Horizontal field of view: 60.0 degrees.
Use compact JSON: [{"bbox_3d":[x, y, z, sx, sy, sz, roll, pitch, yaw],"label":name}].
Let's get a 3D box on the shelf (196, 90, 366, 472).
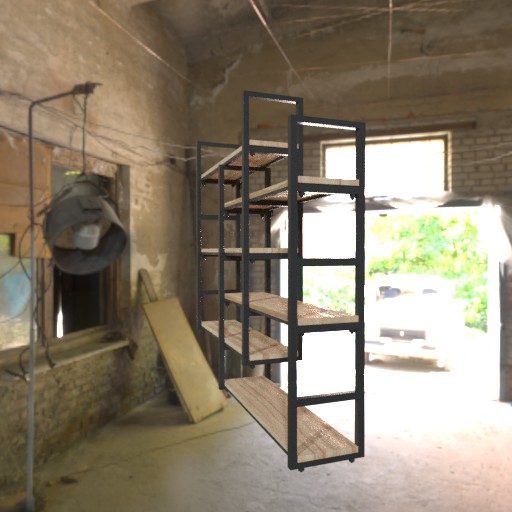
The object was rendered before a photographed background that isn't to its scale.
[{"bbox_3d":[0.000,0.000,1.406,0.183,0.921,0.946,0,1,-20],"label":"shelf"}]
